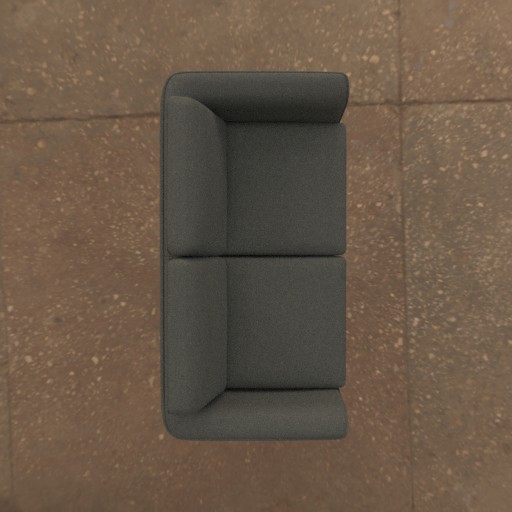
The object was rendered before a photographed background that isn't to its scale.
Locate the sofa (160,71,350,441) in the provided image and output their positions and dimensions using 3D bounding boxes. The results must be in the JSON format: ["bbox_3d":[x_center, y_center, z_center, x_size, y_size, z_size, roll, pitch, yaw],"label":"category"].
[{"bbox_3d":[0.000,0.000,2.214,0.920,0.850,1.700,0,91,0],"label":"sofa"}]
